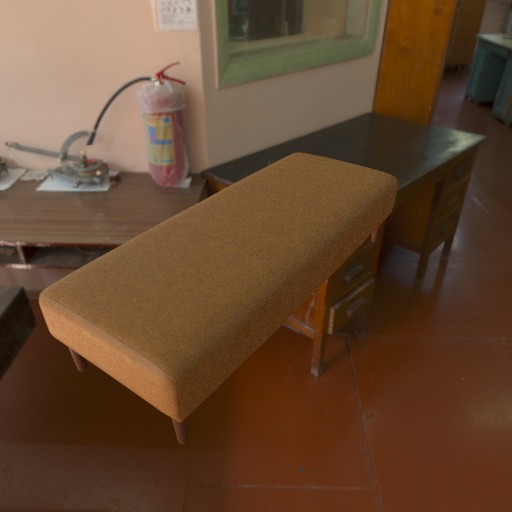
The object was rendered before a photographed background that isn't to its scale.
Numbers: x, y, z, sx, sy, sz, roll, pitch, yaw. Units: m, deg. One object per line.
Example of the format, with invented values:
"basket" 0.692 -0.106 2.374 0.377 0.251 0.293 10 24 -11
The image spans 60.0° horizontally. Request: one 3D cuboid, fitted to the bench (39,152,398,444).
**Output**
"bench" 0.000 0.000 1.908 0.653 0.399 1.610 21 39 29
